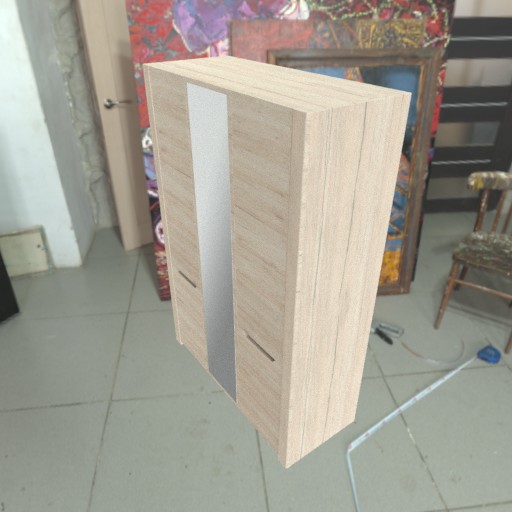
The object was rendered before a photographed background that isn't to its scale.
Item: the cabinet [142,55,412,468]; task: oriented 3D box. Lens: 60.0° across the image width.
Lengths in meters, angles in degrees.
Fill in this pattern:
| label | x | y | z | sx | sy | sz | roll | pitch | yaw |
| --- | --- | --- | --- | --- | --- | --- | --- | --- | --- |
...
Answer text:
| label | x | y | z | sx | sy | sz | roll | pitch | yaw |
| --- | --- | --- | --- | --- | --- | --- | --- | --- | --- |
| cabinet | 0.000 | 0.000 | 2.715 | 0.580 | 2.070 | 1.400 | -21 | 37 | -30 |
